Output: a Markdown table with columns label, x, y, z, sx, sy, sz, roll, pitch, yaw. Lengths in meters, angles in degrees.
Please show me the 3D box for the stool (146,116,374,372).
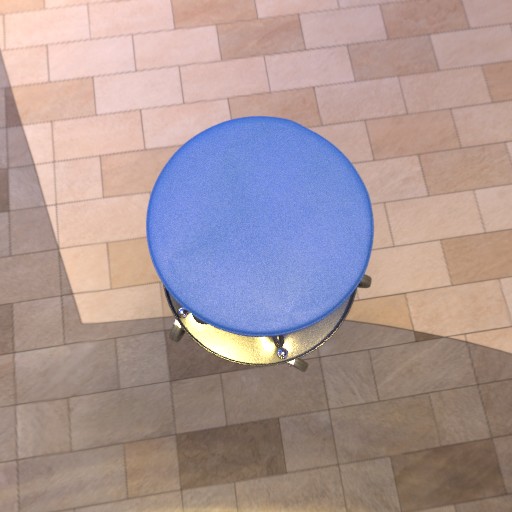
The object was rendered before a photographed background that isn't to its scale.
| label | x | y | z | sx | sy | sz | roll | pitch | yaw |
| --- | --- | --- | --- | --- | --- | --- | --- | --- | --- |
| stool | 0.000 | 0.000 | 0.695 | 0.381 | 0.365 | 0.382 | 34 | 80 | 7 |
